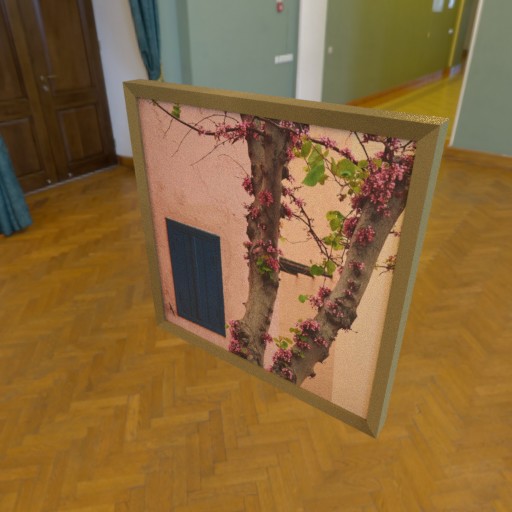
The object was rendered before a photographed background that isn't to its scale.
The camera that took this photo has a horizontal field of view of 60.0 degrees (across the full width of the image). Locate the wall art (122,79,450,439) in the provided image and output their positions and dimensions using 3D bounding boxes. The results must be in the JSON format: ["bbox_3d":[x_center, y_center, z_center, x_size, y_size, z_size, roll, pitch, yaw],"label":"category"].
[{"bbox_3d":[0.000,0.000,0.740,0.507,0.508,0.038,19,35,30],"label":"wall art"}]
